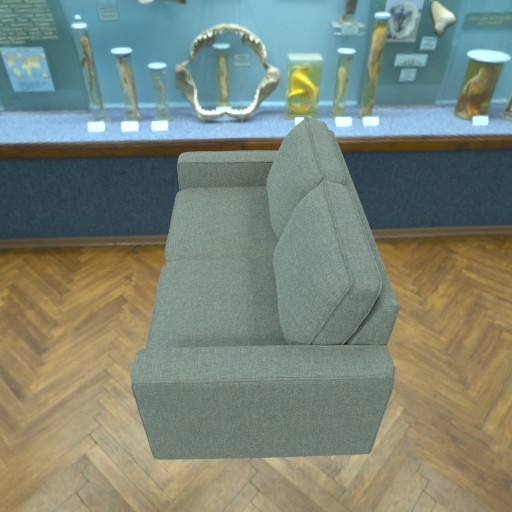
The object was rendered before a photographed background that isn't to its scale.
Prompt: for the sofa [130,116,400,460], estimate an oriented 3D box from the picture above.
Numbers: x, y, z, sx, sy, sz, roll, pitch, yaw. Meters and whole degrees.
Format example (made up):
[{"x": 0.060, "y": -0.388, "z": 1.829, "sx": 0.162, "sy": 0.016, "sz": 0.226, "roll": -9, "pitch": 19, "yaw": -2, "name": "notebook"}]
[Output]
[{"x": 0.000, "y": 0.000, "z": 2.241, "sx": 0.945, "sy": 0.915, "sz": 1.706, "roll": -1, "pitch": 40, "yaw": -1, "name": "sofa"}]
